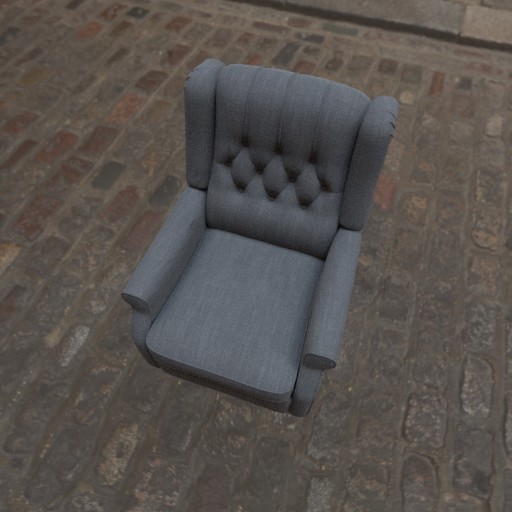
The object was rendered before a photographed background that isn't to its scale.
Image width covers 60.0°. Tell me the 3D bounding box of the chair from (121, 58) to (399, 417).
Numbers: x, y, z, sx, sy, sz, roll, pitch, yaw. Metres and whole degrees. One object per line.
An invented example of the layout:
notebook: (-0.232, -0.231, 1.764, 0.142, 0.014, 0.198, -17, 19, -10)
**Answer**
chair: (0.000, 0.000, 1.624, 0.742, 1.035, 0.898, 16, 60, 10)
